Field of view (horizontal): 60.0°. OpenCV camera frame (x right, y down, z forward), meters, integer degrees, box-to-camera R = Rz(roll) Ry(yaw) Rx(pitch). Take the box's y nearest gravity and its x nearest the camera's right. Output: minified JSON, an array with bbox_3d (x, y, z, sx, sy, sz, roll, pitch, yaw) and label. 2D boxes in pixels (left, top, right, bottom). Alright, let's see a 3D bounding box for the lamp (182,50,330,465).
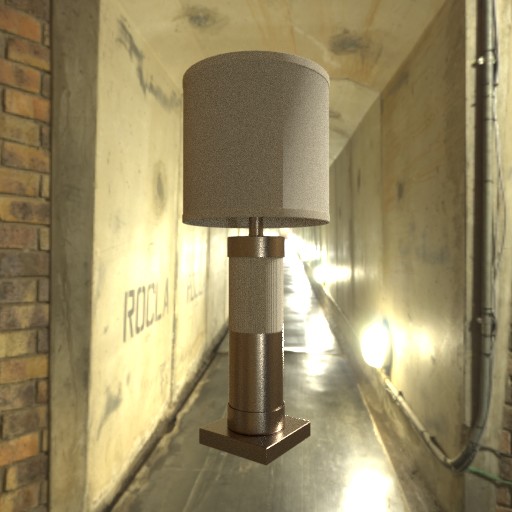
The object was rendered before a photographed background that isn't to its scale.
[{"bbox_3d":[0.000,0.000,0.616,0.202,0.509,0.202,0,0,36],"label":"lamp"}]
